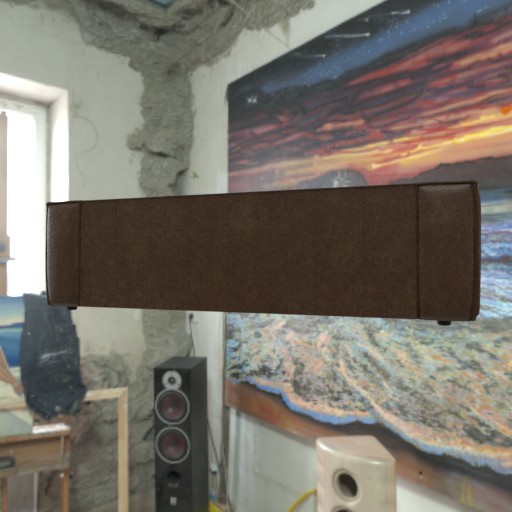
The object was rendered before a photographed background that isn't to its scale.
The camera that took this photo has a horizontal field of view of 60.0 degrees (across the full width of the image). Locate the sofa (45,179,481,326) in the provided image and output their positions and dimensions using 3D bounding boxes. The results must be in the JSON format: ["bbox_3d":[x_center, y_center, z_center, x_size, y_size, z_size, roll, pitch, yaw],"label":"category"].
[{"bbox_3d":[0.000,0.000,2.942,2.581,0.701,1.102,0,-1,18],"label":"sofa"}]
